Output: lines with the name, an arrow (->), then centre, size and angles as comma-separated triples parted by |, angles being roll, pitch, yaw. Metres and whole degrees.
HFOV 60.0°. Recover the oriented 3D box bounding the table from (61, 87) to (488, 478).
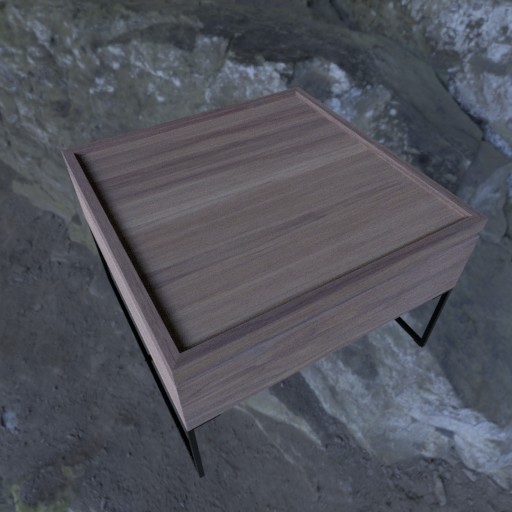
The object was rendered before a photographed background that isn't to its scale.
table -> 0.000, 0.000, 1.131 | 0.679, 0.464, 0.676 | -23, 50, -21
